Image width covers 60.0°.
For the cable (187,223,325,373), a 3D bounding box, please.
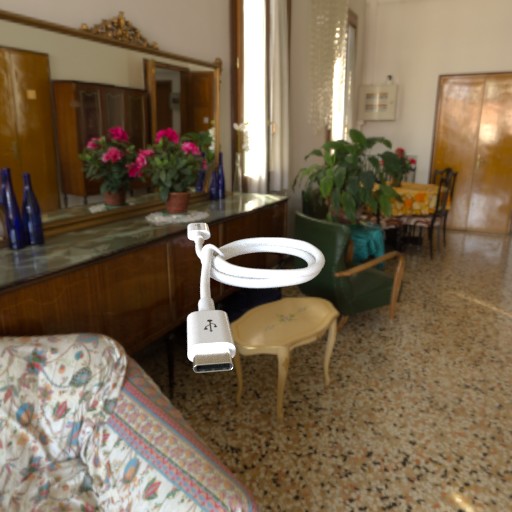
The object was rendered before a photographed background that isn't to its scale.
[{"bbox_3d":[0.000,0.000,0.223,0.070,0.014,0.203,-2,16,-9],"label":"cable"}]
